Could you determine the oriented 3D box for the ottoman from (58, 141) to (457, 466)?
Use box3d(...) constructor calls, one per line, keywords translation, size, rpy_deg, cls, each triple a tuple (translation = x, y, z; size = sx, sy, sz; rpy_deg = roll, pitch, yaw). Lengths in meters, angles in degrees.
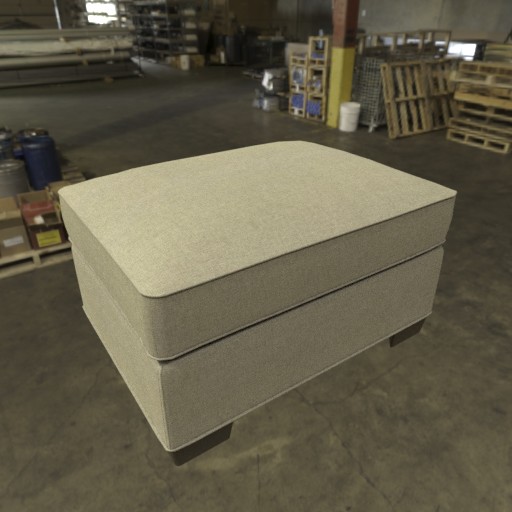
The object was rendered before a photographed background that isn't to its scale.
box3d(translation=(0.000, 0.000, 1.219), size=(0.843, 0.504, 0.619), rpy_deg=(-18, 34, -30), cls="ottoman")
